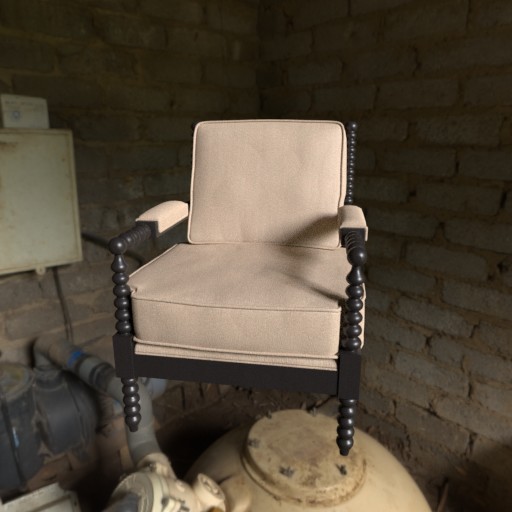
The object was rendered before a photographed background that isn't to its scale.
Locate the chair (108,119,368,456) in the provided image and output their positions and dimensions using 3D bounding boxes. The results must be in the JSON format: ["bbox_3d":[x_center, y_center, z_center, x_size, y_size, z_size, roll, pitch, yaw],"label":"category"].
[{"bbox_3d":[0.000,0.000,1.181,0.555,0.703,0.657,3,16,9],"label":"chair"}]
